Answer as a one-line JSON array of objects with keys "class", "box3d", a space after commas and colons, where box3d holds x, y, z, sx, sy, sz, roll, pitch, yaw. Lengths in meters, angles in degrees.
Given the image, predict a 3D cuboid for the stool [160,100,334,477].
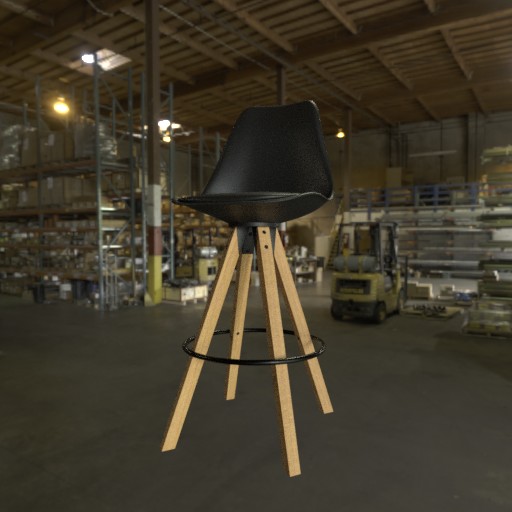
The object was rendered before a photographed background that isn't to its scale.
[{"class": "stool", "box3d": [0.000, 0.000, 1.429, 0.485, 1.115, 0.550, 1, 2, 21]}]
